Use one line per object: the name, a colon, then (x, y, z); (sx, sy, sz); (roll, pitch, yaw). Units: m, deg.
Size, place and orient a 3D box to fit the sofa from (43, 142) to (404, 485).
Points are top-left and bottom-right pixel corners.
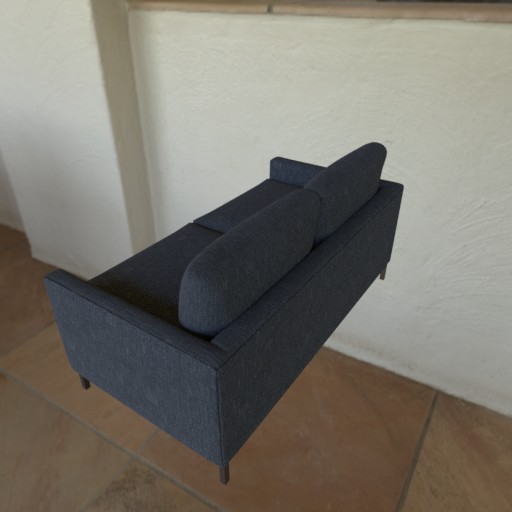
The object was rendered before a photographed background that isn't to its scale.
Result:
sofa: (0.000, 0.000, 2.178); (0.866, 0.862, 1.716); (20, 36, 29)
